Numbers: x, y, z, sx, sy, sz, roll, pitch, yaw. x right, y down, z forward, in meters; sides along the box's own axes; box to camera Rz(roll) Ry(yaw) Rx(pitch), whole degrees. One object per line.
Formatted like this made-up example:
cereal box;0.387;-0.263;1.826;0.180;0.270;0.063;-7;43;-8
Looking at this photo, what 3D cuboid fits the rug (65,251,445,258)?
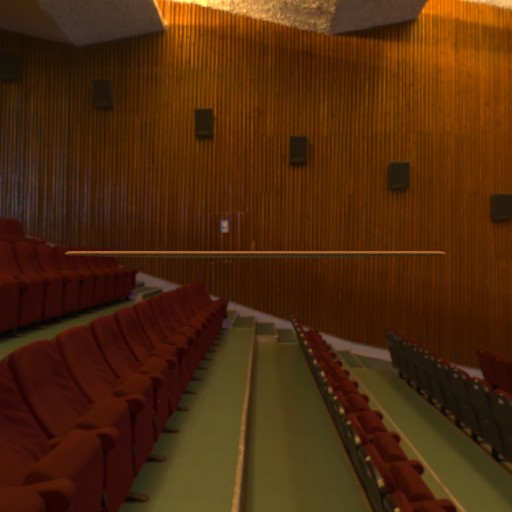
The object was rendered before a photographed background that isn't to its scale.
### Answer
rug;0.000;0.000;2.057;1.061;0.012;1.668;0;0;0
